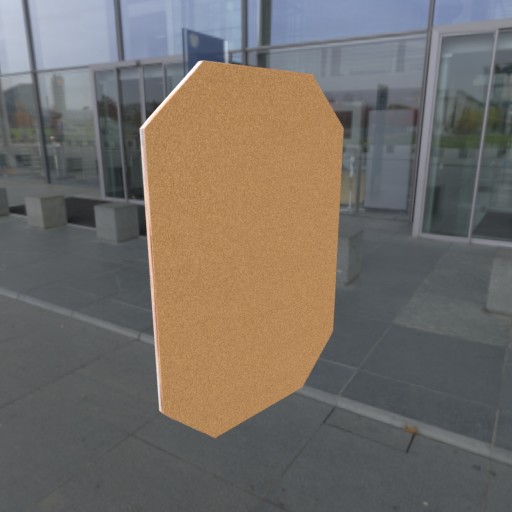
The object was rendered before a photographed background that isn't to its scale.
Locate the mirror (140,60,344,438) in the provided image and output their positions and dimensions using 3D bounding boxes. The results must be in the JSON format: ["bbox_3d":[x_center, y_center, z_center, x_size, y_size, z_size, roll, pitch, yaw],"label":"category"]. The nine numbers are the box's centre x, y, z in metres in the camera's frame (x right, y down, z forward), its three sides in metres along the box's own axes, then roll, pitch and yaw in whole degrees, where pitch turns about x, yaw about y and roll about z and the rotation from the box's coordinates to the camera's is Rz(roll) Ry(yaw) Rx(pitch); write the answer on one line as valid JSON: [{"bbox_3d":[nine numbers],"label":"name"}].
[{"bbox_3d":[0.000,0.000,1.297,0.709,1.015,0.061,-15,22,-41],"label":"mirror"}]
